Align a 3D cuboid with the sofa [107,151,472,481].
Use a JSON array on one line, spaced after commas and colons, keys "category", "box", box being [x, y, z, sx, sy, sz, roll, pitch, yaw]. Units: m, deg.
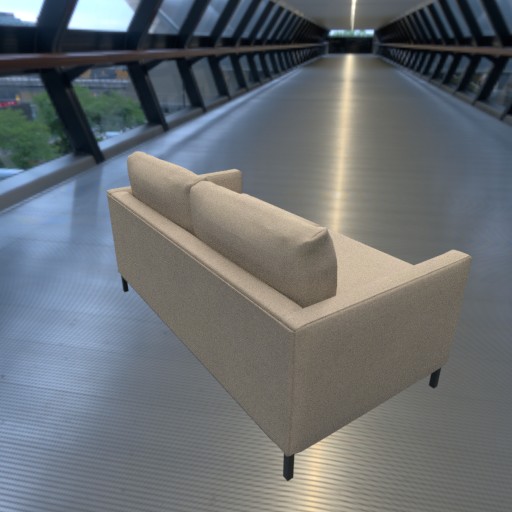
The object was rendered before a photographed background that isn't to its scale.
[{"category": "sofa", "box": [0.000, 0.000, 2.129, 0.875, 0.840, 1.682, -16, 29, -31]}]
